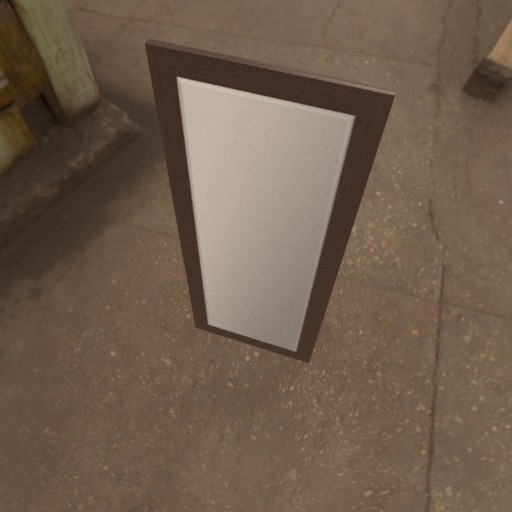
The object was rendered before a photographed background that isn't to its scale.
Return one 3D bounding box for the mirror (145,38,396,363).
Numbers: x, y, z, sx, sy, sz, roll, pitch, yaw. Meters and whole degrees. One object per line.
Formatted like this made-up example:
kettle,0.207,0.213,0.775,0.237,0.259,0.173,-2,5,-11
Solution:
mirror,0.000,0.000,2.203,0.812,2.020,0.221,16,60,9
